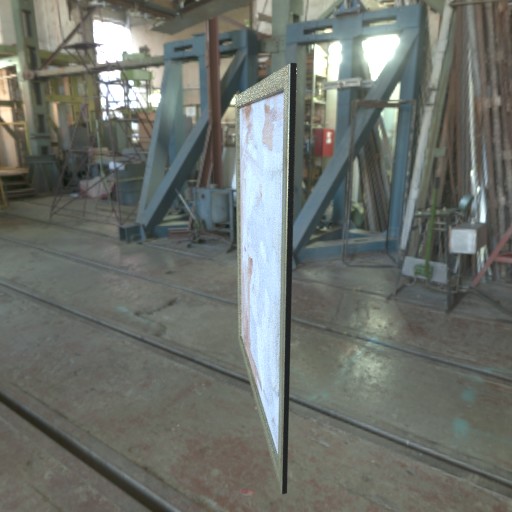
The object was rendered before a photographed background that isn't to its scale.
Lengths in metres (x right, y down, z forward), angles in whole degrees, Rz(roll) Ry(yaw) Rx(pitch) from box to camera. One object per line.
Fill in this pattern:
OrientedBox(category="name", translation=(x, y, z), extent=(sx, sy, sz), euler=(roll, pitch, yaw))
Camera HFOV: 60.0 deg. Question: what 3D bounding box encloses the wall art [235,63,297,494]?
OrientedBox(category="wall art", translation=(0.000, 0.000, 0.774), extent=(0.009, 0.559, 0.483), euler=(-3, 16, -9))
